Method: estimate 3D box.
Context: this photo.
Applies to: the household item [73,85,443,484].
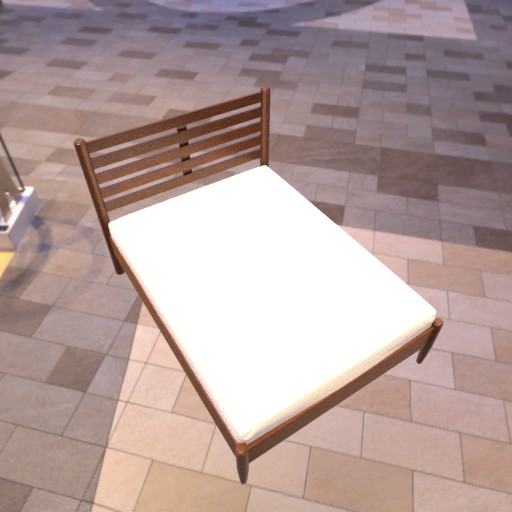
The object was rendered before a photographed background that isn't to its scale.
[{"bbox_3d":[0.000,0.000,3.264,1.663,1.356,2.232,-25,50,-23],"label":"household item"}]
